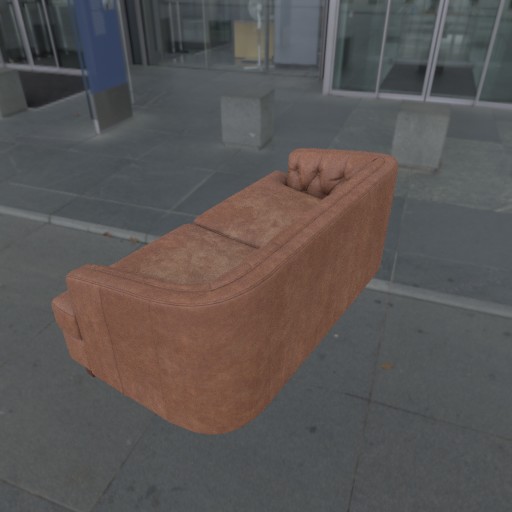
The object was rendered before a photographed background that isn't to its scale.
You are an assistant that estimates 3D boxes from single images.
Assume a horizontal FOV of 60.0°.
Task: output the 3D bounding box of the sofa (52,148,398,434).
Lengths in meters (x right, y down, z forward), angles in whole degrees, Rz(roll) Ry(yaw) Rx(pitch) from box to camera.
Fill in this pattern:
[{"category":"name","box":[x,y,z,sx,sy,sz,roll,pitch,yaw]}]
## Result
[{"category":"sofa","box":[0.000,0.000,2.275,0.914,0.786,1.755,21,38,29]}]
